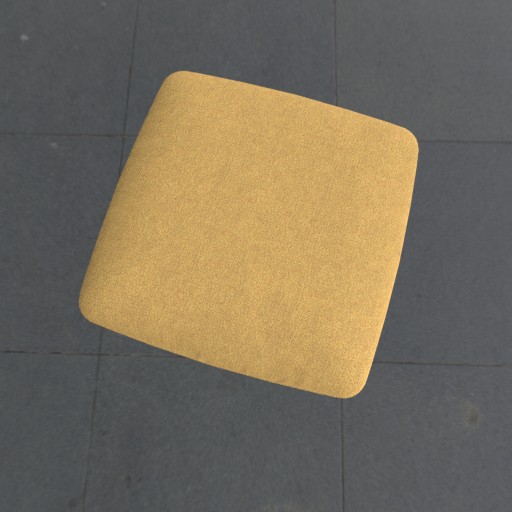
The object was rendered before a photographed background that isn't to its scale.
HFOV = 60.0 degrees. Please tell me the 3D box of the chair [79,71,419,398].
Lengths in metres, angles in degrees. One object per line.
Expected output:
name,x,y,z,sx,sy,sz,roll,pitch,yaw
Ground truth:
chair,0.000,0.000,0.700,0.350,0.440,0.350,16,77,4
